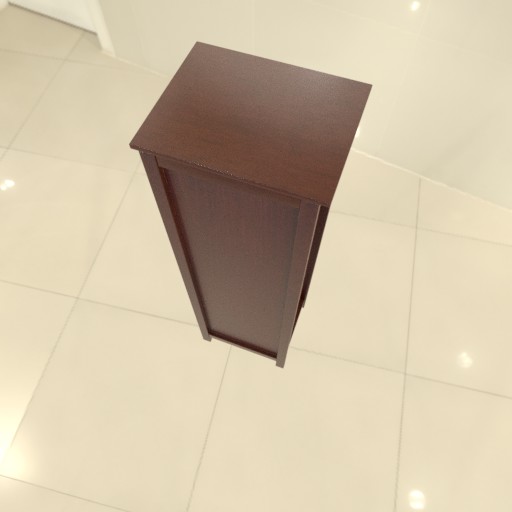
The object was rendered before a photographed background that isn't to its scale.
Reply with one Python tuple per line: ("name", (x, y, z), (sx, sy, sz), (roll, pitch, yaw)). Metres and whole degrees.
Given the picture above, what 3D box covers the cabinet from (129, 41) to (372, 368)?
("cabinet", (0.000, 0.000, 1.775), (0.500, 1.518, 0.401), (18, 63, 9))
